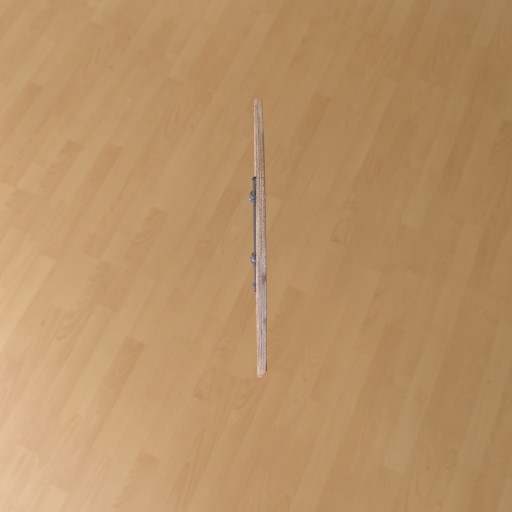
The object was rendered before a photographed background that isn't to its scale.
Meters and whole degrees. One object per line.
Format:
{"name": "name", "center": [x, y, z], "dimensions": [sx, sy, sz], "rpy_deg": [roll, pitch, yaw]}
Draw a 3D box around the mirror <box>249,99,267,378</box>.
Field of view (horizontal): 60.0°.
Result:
{"name": "mirror", "center": [0.000, 0.000, 1.178], "dimensions": [0.032, 0.915, 0.609], "rpy_deg": [-1, 74, 0]}
